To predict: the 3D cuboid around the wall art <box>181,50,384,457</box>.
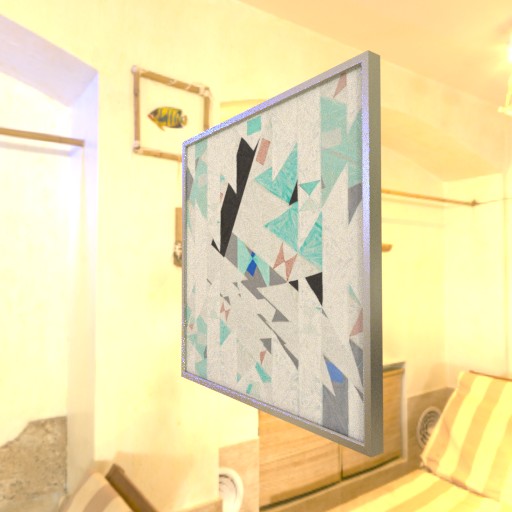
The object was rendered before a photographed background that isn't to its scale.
[{"bbox_3d":[0.000,0.000,1.212,0.038,0.806,0.806,1,-2,-37],"label":"wall art"}]
